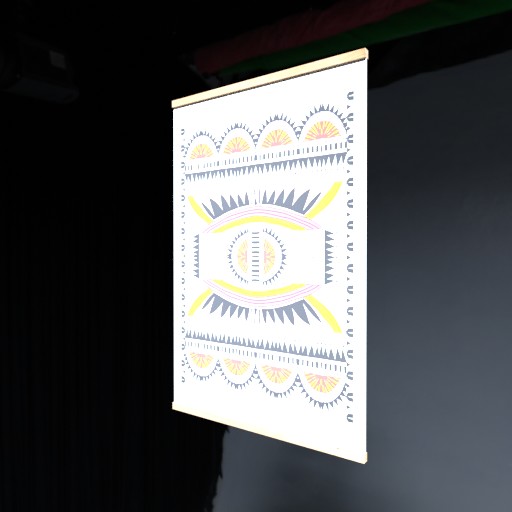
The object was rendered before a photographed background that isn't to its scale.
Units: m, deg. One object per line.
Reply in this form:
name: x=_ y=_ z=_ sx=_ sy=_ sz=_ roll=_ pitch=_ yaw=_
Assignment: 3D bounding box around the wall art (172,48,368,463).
wall art: x=0.000 y=0.000 z=1.931 sx=0.999 sy=1.533 sz=0.028 roll=0 pitch=1 yaw=35
